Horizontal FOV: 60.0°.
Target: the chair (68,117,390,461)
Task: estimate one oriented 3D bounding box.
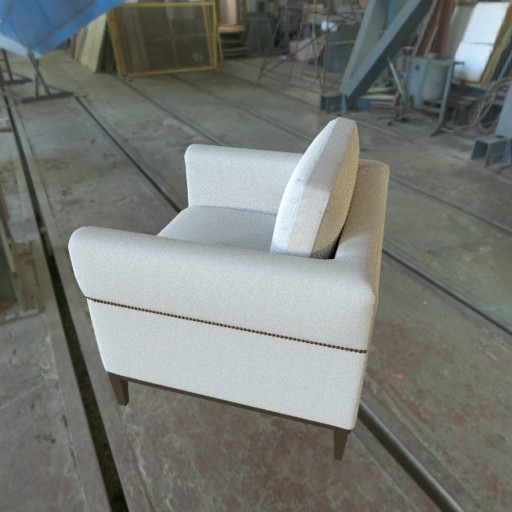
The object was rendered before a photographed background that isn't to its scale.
[{"bbox_3d":[0.000,0.000,1.689,0.896,0.915,0.982,9,33,14],"label":"chair"}]
